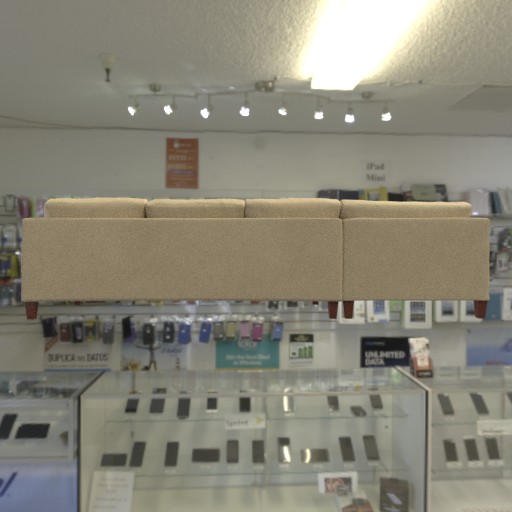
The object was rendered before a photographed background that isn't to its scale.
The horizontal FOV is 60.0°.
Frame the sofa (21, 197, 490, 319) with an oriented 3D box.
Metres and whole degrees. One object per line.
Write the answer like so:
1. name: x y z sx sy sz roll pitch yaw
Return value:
1. sofa: 0.000 0.000 3.796 3.186 0.846 1.625 0 0 -1
